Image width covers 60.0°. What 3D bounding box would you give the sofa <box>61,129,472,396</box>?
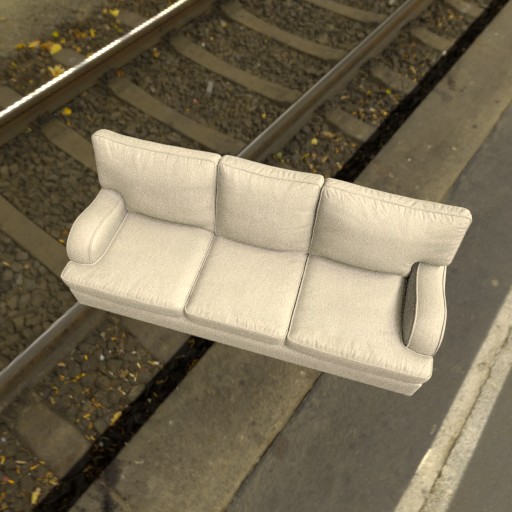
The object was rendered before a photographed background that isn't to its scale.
[{"bbox_3d":[0.000,0.000,2.837,2.323,0.991,1.016,14,59,9],"label":"sofa"}]
